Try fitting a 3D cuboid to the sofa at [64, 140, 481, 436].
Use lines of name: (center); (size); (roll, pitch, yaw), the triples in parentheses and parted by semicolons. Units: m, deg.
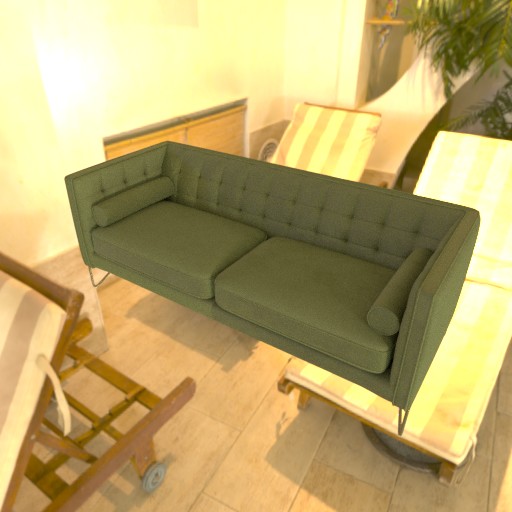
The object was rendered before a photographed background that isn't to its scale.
sofa: (0.000, 0.000, 2.494); (2.087, 0.789, 0.867); (19, 36, 29)
